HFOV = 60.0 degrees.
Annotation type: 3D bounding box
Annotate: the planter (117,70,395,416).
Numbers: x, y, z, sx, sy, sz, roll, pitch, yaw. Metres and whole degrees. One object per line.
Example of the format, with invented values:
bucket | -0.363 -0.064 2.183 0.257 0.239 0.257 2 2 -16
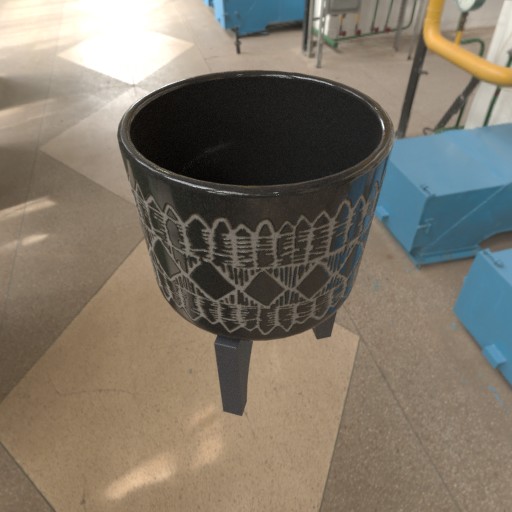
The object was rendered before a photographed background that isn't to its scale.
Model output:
planter | 0.000 0.000 0.269 0.129 0.177 0.129 0 42 0
